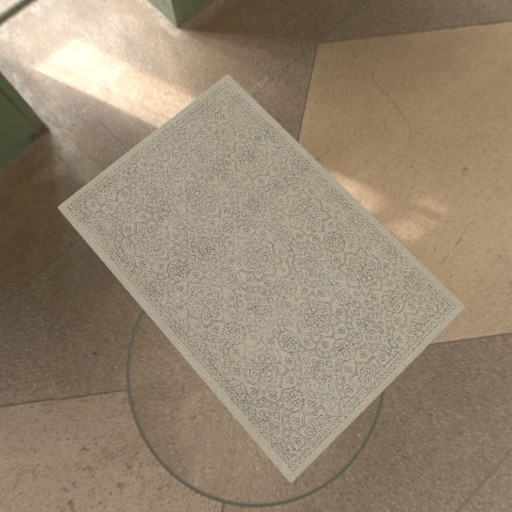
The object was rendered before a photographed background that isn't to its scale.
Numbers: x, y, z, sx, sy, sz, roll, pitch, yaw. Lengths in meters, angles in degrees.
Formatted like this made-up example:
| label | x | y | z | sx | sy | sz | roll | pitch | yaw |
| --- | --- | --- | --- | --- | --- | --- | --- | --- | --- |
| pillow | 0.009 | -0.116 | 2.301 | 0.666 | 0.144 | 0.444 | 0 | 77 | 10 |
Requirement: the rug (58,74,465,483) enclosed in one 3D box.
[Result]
| label | x | y | z | sx | sy | sz | roll | pitch | yaw |
| --- | --- | --- | --- | --- | --- | --- | --- | --- | --- |
| rug | 0.000 | 0.000 | 2.312 | 1.219 | 0.010 | 1.829 | -41 | 80 | -9 |
